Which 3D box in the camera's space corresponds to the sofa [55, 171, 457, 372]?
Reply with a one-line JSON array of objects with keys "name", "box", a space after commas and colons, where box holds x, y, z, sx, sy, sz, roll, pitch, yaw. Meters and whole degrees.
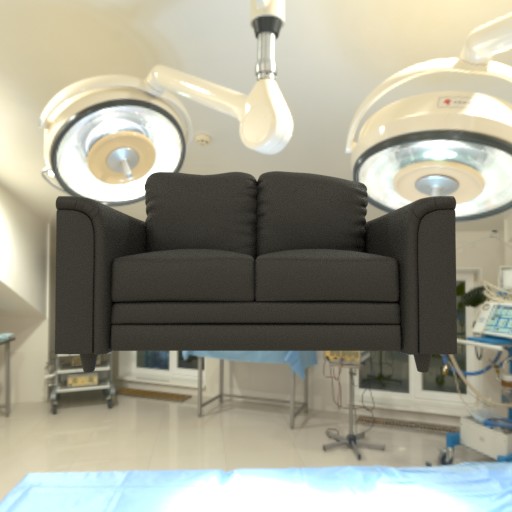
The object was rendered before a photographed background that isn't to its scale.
[{"name": "sofa", "box": [0.000, 0.000, 1.957, 1.386, 0.845, 0.887, 0, -2, 0]}]
